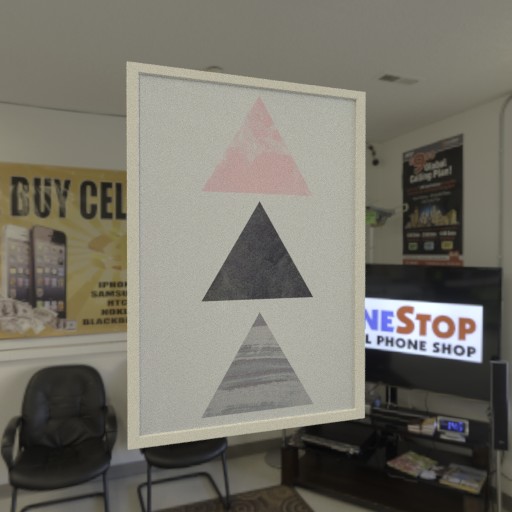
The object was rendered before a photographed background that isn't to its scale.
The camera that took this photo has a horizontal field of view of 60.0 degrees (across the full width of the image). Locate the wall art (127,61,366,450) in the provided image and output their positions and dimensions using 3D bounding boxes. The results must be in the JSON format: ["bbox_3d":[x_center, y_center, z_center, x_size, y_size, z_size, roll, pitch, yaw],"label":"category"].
[{"bbox_3d":[0.000,0.000,1.181,0.659,0.940,0.013,0,1,-18],"label":"wall art"}]
